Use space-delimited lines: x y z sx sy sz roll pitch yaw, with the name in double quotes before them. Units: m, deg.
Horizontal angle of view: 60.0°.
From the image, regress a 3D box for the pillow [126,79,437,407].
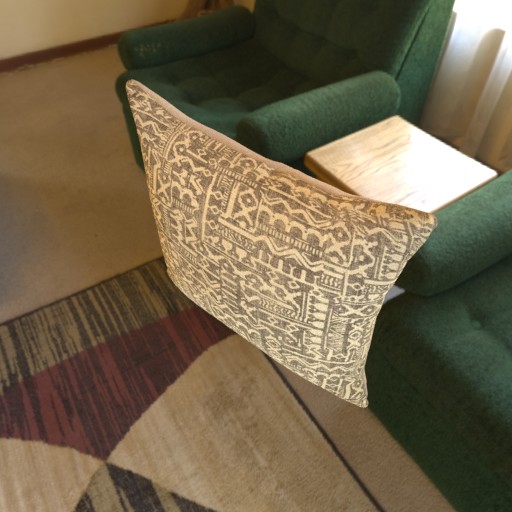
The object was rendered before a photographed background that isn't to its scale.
"pillow" 0.000 0.000 0.785 0.546 0.487 0.180 31 55 25
